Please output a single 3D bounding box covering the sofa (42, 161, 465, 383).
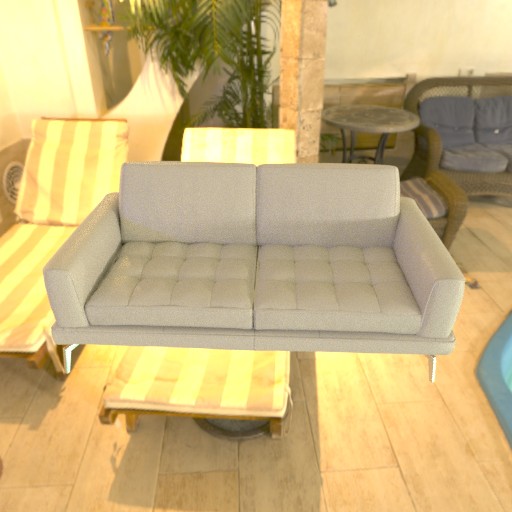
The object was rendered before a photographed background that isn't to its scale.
[{"bbox_3d":[0.000,0.000,2.690,2.177,0.930,1.121,1,30,2],"label":"sofa"}]
